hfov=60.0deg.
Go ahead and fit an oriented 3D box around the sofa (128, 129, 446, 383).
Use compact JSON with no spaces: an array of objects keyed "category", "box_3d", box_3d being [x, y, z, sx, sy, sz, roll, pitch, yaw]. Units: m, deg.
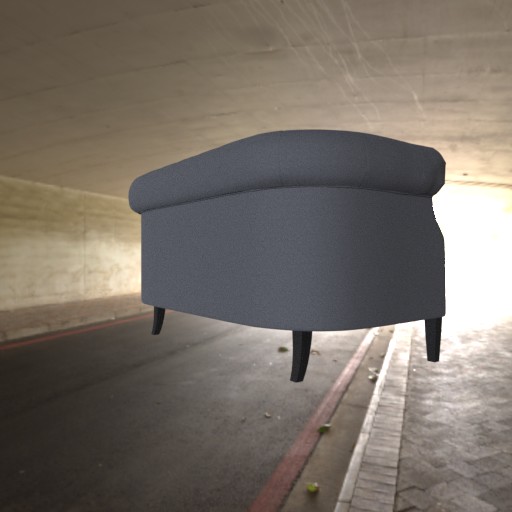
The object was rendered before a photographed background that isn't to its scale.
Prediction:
[{"category":"sofa","box_3d":[0.000,0.000,2.053,0.835,0.827,1.558,0,0,-37]}]
